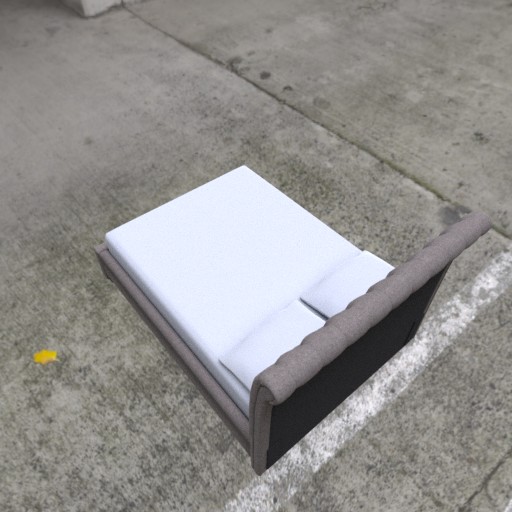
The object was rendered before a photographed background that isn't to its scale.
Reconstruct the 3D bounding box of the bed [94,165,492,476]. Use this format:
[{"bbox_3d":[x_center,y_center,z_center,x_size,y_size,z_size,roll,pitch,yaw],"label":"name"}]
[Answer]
[{"bbox_3d":[0.000,0.000,3.218,1.645,1.371,2.252,-32,55,-26],"label":"bed"}]
